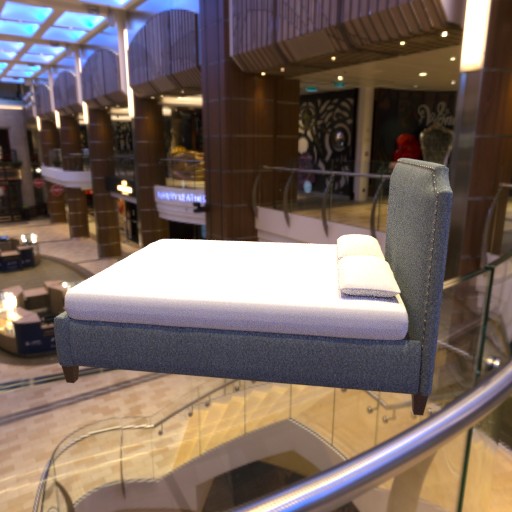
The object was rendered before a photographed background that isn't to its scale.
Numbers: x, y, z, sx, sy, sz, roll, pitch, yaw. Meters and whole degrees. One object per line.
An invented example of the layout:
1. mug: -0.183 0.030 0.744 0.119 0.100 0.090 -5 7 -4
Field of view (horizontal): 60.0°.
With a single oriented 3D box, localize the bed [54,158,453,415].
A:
1. bed: 0.000 0.000 3.387 2.372 1.443 1.712 2 14 9
